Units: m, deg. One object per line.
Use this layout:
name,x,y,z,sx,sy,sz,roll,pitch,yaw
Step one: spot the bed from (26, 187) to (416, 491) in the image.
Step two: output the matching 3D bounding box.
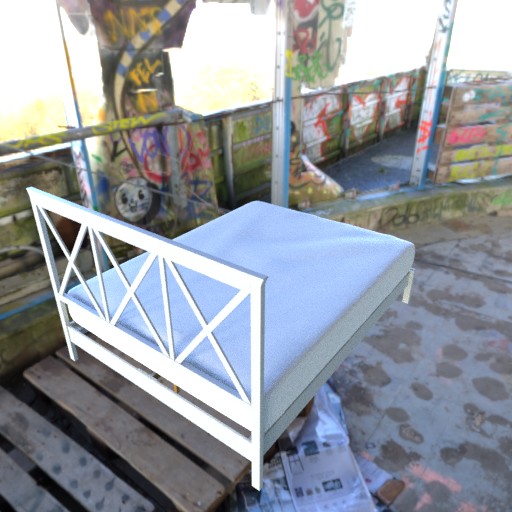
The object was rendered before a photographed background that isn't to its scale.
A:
bed,0.000,0.000,3.130,1.673,1.253,2.135,20,34,32
